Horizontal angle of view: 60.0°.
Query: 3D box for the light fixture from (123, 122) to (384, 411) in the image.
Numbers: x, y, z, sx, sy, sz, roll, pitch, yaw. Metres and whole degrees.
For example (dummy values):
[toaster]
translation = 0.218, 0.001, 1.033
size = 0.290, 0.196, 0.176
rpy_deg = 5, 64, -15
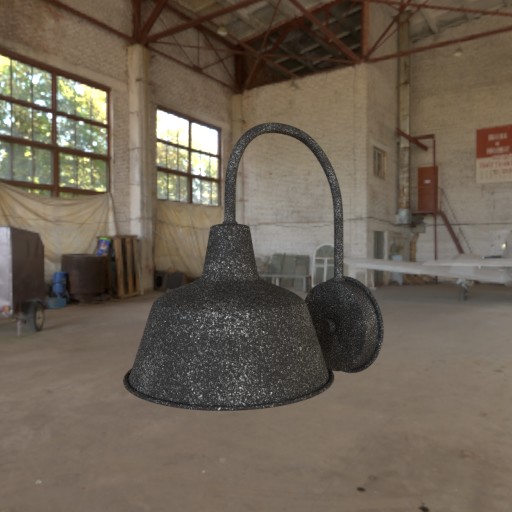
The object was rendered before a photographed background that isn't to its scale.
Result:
[light fixture]
translation = 0.000, 0.000, 0.484
size = 0.283, 0.300, 0.216
rpy_deg = -1, 1, -36
